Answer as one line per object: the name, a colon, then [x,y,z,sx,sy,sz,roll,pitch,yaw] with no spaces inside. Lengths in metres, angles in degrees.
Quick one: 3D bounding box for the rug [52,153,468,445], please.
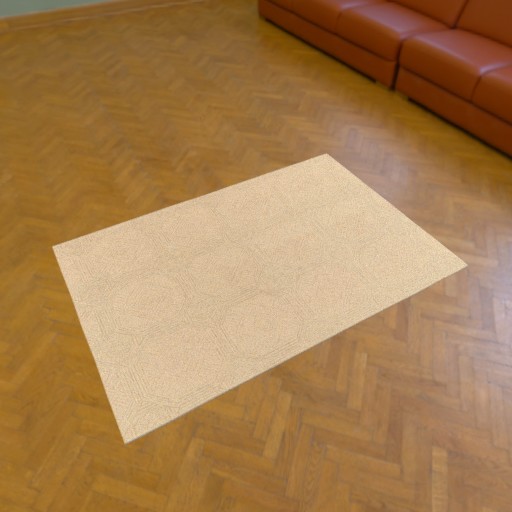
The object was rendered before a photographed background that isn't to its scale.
rug: [0.000,0.000,2.348,1.839,0.009,1.236,-22,49,-21]
